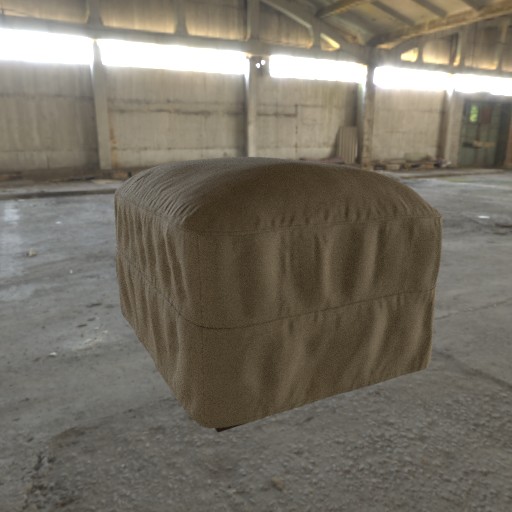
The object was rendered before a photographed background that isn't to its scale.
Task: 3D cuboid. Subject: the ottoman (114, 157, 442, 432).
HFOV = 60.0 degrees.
[{"bbox_3d":[0.000,0.000,1.103,0.584,0.480,0.712,-8,16,-27],"label":"ottoman"}]
